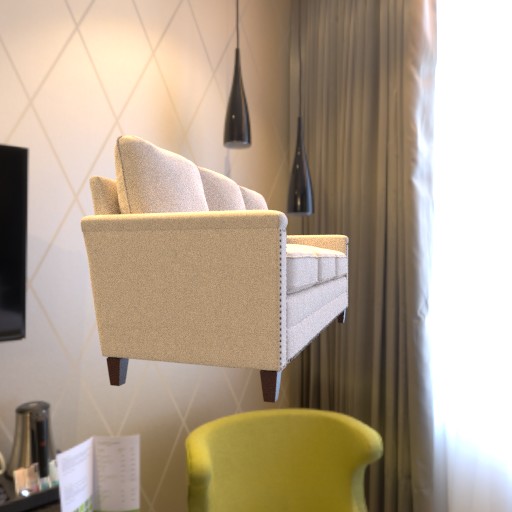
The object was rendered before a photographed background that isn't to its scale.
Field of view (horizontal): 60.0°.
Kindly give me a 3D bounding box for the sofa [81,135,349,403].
[{"bbox_3d":[0.000,0.000,2.440,0.828,0.961,1.925,0,0,18],"label":"sofa"}]
